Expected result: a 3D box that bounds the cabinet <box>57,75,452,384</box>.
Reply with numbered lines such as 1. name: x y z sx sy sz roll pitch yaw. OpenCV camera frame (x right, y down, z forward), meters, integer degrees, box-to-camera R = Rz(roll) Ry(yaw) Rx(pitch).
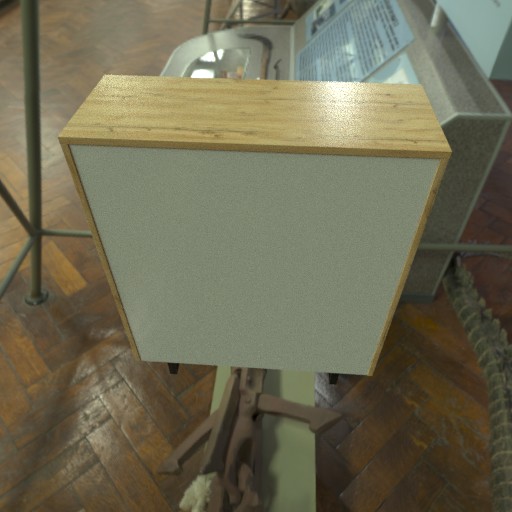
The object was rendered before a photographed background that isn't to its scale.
1. cabinet: 0.000 0.000 1.966 1.168 1.397 0.473 3 45 3
